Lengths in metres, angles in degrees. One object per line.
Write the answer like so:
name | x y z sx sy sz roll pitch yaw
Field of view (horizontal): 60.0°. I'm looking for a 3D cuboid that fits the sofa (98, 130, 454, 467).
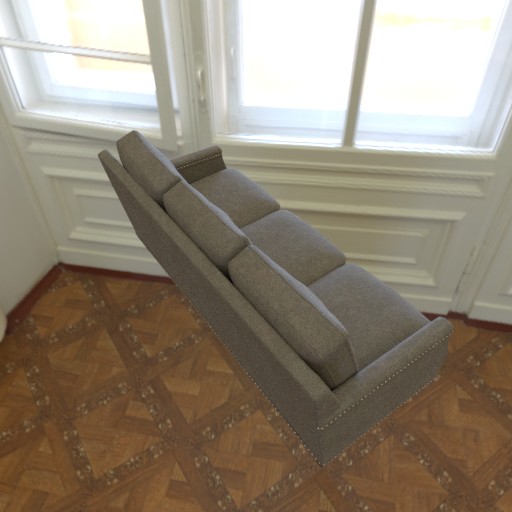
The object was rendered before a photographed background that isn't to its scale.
sofa | 0.000 0.000 2.746 1.034 1.042 2.226 -26 48 -25
